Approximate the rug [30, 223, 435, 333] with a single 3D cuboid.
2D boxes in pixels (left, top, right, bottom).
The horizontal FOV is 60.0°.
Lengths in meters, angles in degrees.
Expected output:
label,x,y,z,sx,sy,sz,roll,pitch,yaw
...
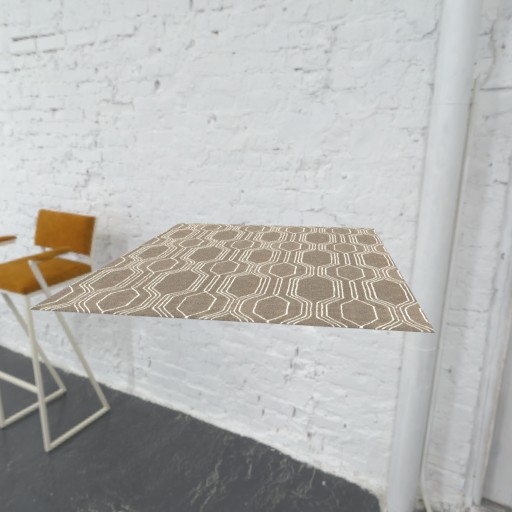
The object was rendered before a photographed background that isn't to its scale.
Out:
label,x,y,z,sx,sy,sz,roll,pitch,yaw
rug,0.000,0.000,4.097,2.457,0.012,3.062,2,15,8
